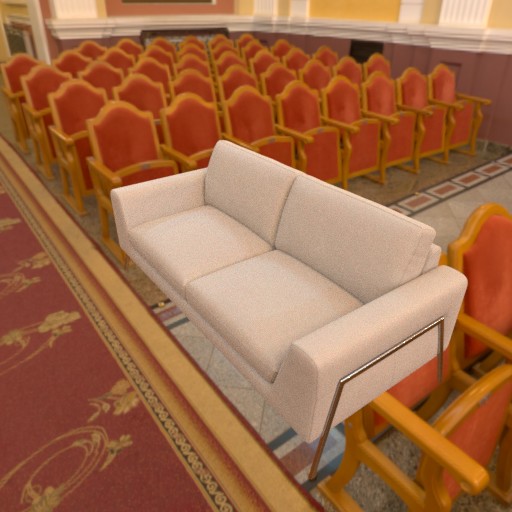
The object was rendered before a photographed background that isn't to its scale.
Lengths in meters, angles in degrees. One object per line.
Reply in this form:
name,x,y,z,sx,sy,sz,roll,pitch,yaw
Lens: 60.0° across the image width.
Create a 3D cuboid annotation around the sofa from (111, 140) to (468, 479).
sofa,0.000,0.000,2.547,0.953,0.875,2.017,-20,36,-31
